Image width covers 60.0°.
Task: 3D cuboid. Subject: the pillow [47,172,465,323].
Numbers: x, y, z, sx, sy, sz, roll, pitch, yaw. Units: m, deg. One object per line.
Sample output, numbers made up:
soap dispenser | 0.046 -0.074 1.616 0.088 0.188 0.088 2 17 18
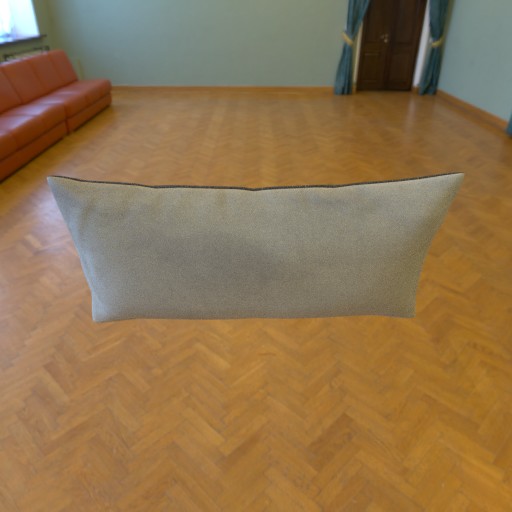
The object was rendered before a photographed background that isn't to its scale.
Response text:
pillow | 0.000 0.000 0.741 0.608 0.305 0.156 -1 30 -1
